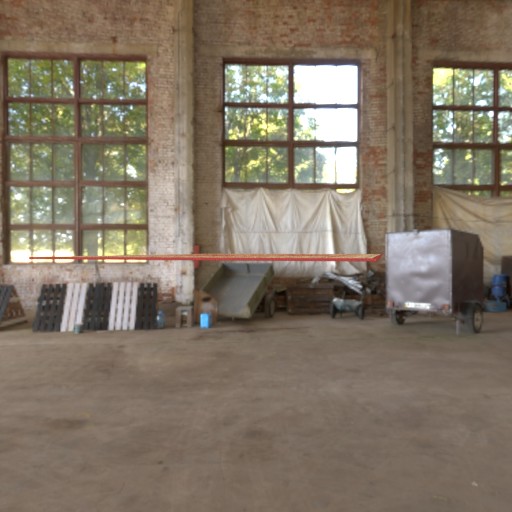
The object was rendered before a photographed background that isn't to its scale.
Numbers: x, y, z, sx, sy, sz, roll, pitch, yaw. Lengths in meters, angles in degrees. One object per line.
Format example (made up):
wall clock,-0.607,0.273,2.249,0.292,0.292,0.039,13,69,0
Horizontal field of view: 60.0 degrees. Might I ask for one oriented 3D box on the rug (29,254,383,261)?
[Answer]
rug,0.000,0.000,2.933,1.593,0.013,2.211,0,1,16
